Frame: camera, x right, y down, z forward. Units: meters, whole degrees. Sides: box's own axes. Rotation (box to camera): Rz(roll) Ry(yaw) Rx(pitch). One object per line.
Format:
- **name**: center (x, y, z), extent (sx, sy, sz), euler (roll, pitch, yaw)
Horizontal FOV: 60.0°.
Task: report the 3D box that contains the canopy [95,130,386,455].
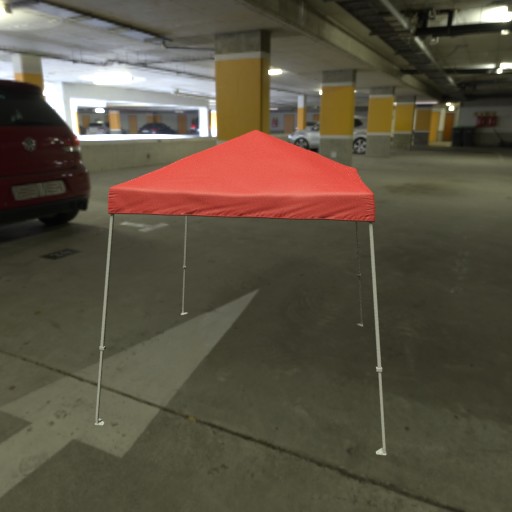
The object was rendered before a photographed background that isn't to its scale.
- **canopy**: center (0.000, 0.000, 5.208), extent (2.848, 2.849, 2.849), euler (2, 16, 8)
